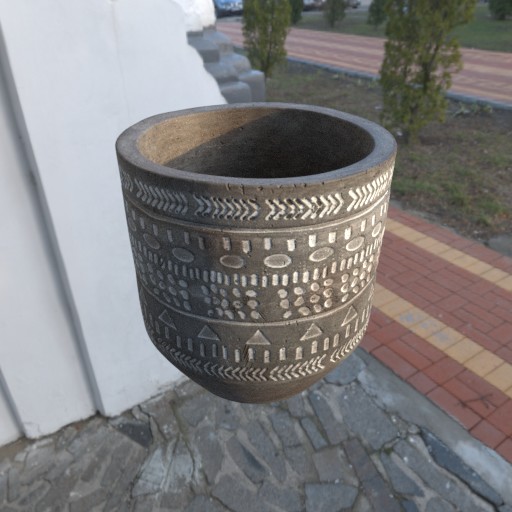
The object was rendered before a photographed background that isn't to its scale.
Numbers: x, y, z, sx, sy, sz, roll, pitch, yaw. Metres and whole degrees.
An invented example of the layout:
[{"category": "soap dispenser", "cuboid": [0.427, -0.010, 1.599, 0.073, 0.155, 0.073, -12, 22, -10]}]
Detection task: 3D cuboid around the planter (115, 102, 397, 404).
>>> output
[{"category": "planter", "cuboid": [0.000, 0.000, 0.229, 0.122, 0.128, 0.122, 0, 31, 0]}]
